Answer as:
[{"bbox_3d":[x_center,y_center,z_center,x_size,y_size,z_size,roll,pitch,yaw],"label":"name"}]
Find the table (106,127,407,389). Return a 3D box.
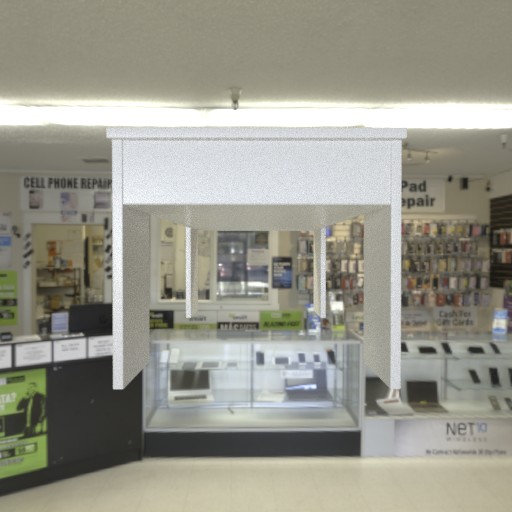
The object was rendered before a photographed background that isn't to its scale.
[{"bbox_3d":[0.000,0.000,1.238,0.500,0.440,1.000,0,1,0],"label":"table"}]
